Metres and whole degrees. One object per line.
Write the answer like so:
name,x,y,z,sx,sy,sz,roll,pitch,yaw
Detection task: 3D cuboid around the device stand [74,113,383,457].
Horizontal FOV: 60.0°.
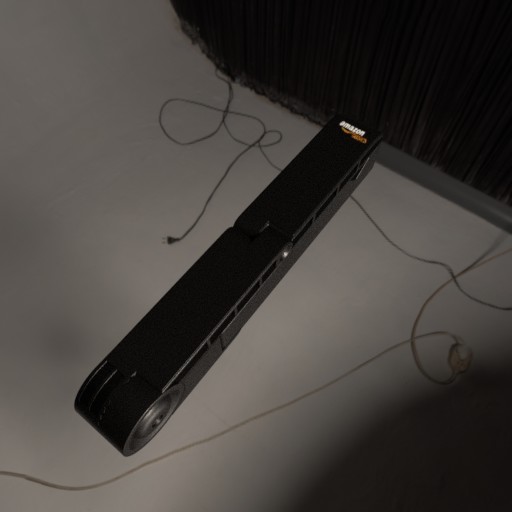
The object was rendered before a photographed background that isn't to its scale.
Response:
device stand,0.000,0.000,0.190,0.026,0.030,0.179,33,65,18
